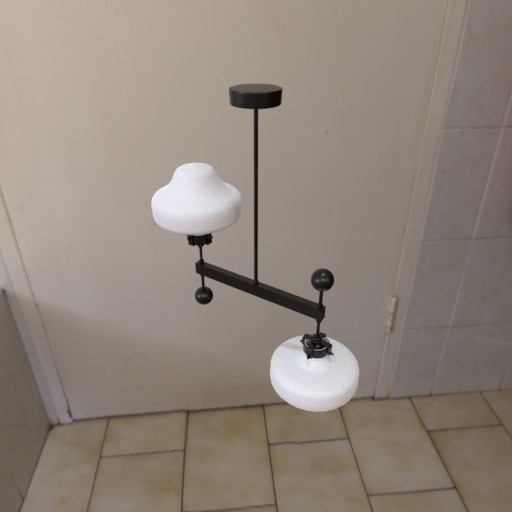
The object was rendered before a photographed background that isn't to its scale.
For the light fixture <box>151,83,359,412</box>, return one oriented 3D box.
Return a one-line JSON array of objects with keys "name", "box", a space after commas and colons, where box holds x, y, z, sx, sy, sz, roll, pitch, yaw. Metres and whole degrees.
[{"name": "light fixture", "box": [0.000, 0.000, 1.034, 0.489, 0.743, 0.422, -2, 30, -3]}]
